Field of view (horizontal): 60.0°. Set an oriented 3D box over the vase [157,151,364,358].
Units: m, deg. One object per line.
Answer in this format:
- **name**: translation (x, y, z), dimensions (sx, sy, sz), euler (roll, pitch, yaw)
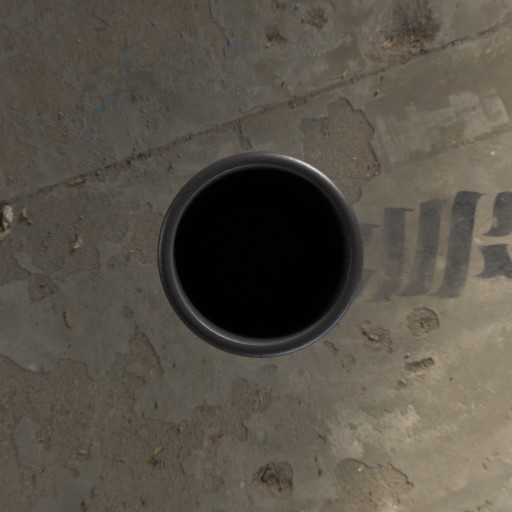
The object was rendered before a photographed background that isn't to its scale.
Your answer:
- **vase**: translation (0.000, 0.000, 0.367), dimensions (0.136, 0.289, 0.136), euler (0, 90, -1)
